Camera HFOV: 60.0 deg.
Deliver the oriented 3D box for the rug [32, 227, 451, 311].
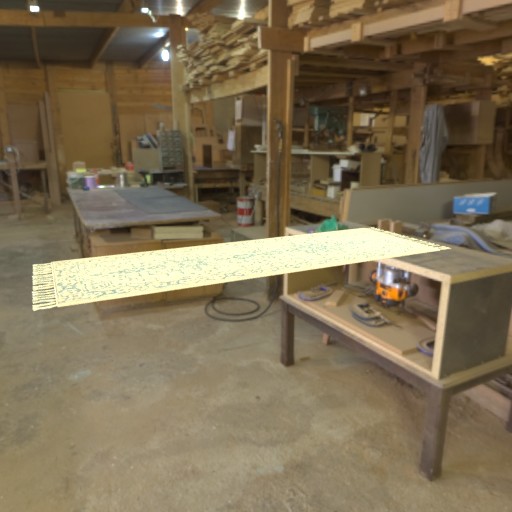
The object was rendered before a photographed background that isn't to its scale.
[{"bbox_3d":[0.000,0.000,2.697,2.449,0.011,0.774,-7,17,-25],"label":"rug"}]
